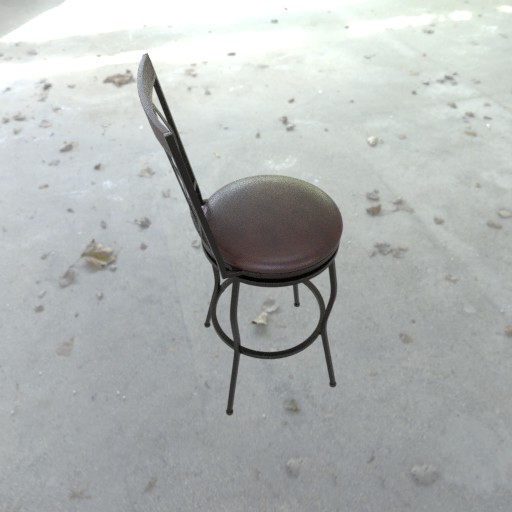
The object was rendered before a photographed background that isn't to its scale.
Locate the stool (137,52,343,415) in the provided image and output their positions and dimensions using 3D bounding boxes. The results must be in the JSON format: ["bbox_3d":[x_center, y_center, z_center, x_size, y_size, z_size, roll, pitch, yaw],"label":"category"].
[{"bbox_3d":[0.000,0.000,1.388,0.521,1.134,0.432,-11,46,-11],"label":"stool"}]
